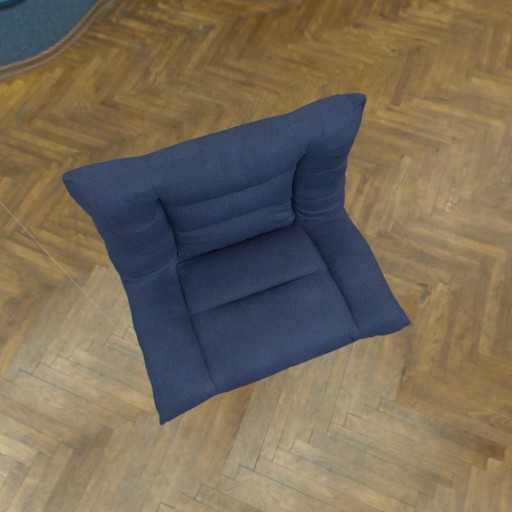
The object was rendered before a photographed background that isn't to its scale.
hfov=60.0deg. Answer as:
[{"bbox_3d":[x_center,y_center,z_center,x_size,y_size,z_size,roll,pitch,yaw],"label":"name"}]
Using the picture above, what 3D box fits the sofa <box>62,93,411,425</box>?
[{"bbox_3d":[0.000,0.000,1.734,1.122,0.778,0.849,-19,65,-9],"label":"sofa"}]
